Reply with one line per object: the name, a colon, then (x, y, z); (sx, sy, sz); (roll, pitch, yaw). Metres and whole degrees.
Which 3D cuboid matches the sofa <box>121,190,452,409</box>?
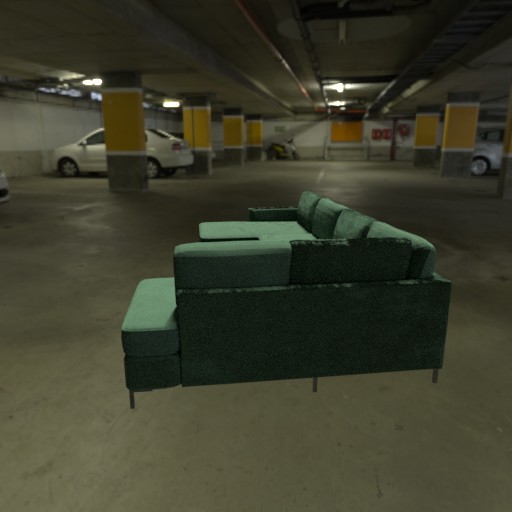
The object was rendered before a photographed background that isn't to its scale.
sofa: (0.000, 0.000, 4.333); (2.055, 0.992, 3.434); (-2, 15, -7)
